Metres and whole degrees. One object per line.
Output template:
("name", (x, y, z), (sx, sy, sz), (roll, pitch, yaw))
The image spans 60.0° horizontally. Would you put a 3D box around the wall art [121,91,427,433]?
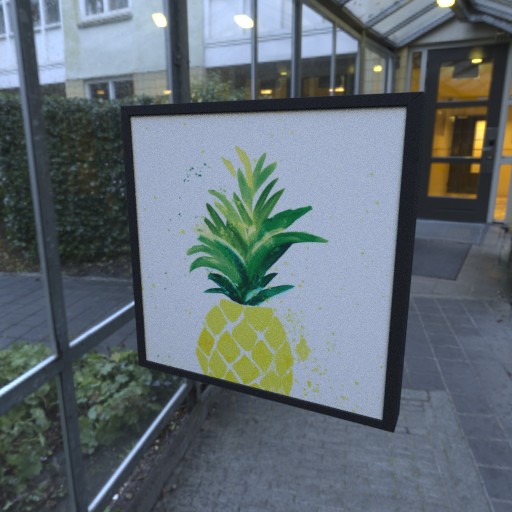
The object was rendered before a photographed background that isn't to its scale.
("wall art", (0.000, 0.000, 0.460), (0.305, 0.304, 0.033), (7, 15, 25))
